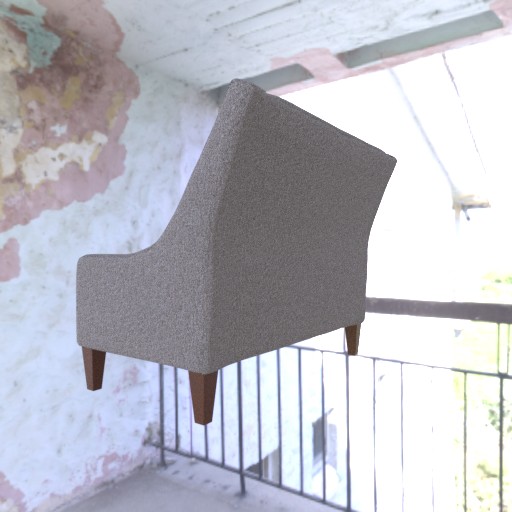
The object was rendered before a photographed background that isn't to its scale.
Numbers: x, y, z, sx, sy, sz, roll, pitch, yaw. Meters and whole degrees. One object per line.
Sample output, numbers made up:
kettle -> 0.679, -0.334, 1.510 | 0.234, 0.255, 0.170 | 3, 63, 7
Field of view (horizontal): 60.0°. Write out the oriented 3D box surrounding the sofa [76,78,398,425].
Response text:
sofa -> 0.000, 0.000, 1.955 | 0.862, 1.026, 1.242 | 0, 1, 36
